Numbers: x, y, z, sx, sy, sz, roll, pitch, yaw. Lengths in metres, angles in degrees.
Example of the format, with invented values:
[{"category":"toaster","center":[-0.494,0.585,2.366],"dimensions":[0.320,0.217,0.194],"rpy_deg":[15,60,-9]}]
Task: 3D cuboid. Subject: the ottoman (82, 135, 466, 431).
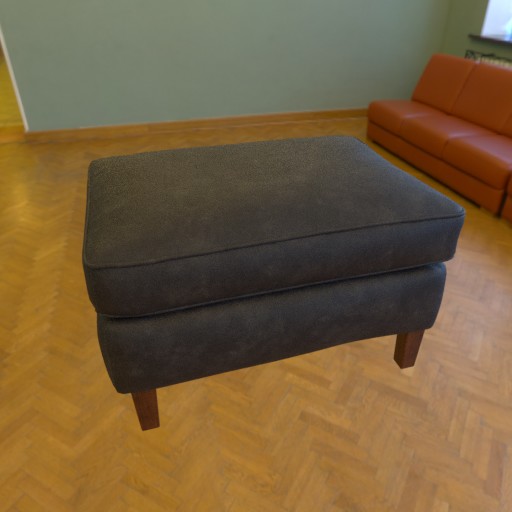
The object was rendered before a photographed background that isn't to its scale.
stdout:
[{"category":"ottoman","center":[0.000,0.000,0.973],"dimensions":[0.665,0.413,0.501],"rpy_deg":[-9,33,-14]}]
